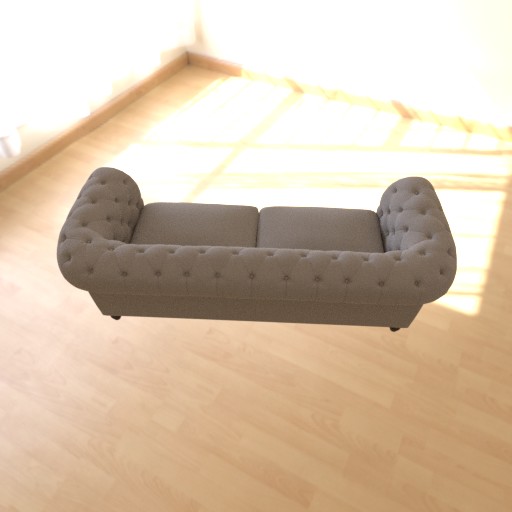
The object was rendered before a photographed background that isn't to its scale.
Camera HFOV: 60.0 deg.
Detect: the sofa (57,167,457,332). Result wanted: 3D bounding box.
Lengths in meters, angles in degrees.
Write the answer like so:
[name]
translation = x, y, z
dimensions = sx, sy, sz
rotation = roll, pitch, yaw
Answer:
[sofa]
translation = 0.000, 0.000, 2.947
dimensions = 2.411, 0.749, 0.991
rotation = 2, 47, 2
